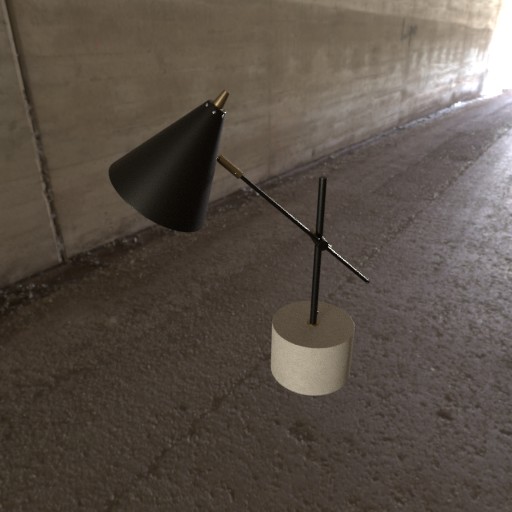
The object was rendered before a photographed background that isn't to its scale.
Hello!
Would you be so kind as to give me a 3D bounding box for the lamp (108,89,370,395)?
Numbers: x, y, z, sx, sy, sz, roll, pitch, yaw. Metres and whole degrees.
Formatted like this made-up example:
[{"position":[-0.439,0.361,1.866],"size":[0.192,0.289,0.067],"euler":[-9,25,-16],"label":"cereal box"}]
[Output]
[{"position":[0.000,0.000,0.718],"size":[0.403,0.518,0.214],"euler":[-1,27,-1],"label":"lamp"}]
